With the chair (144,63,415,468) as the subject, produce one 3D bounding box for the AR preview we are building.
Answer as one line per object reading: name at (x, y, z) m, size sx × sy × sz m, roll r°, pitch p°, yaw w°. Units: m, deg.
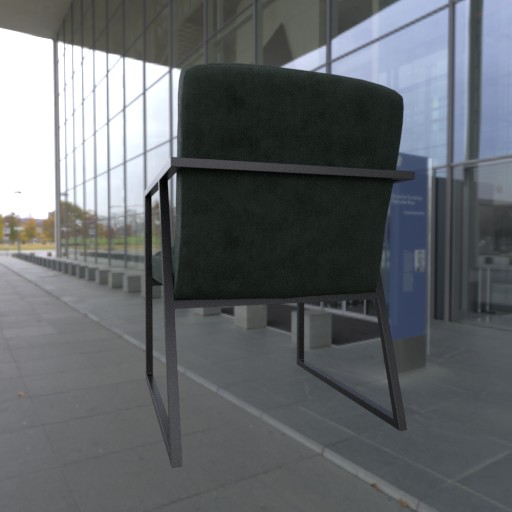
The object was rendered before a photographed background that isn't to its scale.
chair at (0.000, 0.000, 1.266) m, size 0.571 × 0.833 × 0.677 m, roll -1°, pitch 2°, yaw -18°
